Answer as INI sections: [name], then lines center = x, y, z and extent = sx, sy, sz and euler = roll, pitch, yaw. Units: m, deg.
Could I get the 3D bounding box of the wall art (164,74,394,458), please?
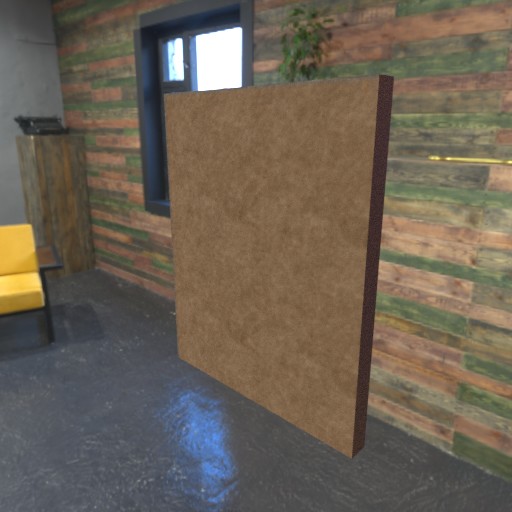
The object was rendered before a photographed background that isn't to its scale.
[wall art]
center = 0.000, 0.000, 0.775
extent = 0.453, 0.554, 0.037
euler = 15, 22, 42
